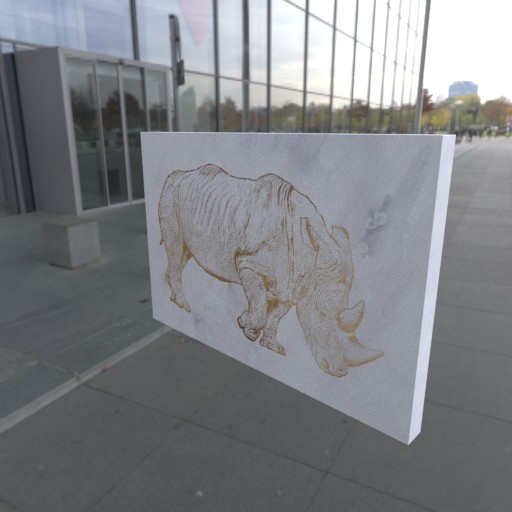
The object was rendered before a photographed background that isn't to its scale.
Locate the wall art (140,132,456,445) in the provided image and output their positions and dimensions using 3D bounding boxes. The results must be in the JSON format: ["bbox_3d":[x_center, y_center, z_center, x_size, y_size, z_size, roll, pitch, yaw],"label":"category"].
[{"bbox_3d":[0.000,0.000,0.762,0.609,0.407,0.038,15,22,42],"label":"wall art"}]
